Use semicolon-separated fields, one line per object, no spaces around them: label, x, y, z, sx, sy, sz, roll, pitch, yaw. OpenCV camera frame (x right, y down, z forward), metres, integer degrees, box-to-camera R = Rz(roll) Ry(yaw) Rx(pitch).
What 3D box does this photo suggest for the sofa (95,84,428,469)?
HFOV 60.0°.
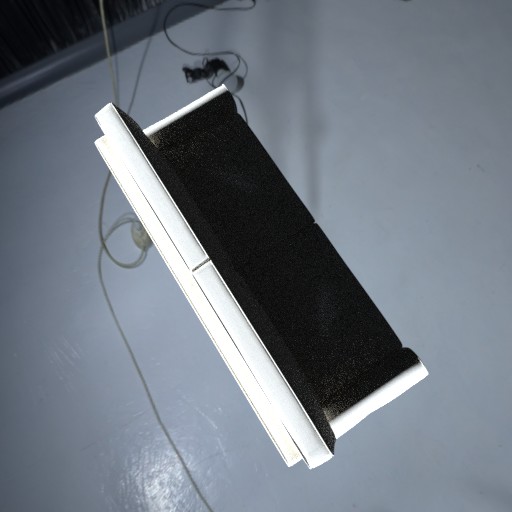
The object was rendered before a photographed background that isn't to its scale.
sofa;0.000;0.000;2.454;0.862;0.937;2.021;-31;77;-8
